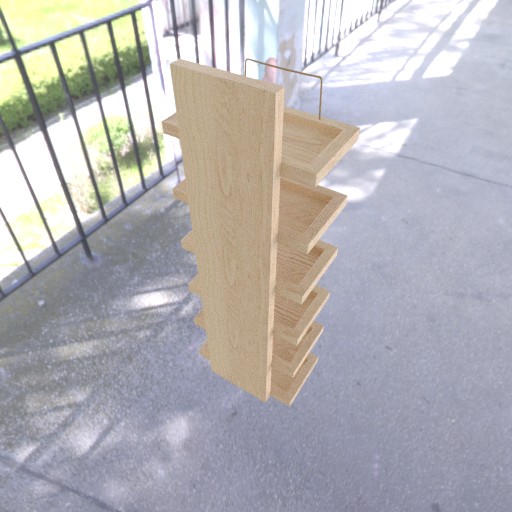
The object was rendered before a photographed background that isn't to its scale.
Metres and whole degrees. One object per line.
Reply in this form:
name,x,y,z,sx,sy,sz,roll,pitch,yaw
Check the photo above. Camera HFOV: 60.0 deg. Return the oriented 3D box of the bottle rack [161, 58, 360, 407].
bottle rack,0.000,0.000,1.070,0.330,0.943,0.206,24,50,22
